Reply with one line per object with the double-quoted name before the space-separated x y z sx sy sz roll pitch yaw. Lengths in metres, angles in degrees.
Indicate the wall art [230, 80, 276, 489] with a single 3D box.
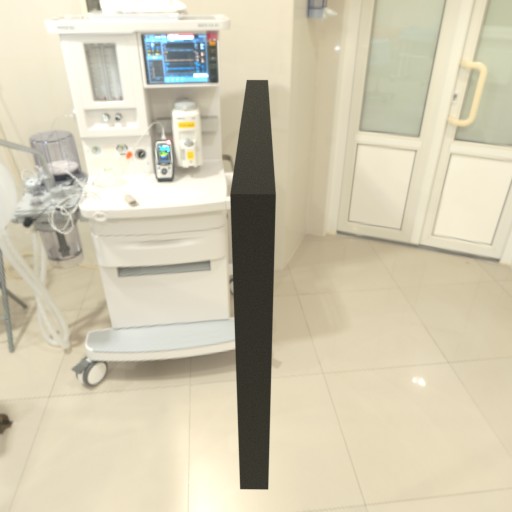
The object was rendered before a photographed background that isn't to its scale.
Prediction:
"wall art" 0.000 0.000 0.531 0.029 0.330 0.381 0 32 0
